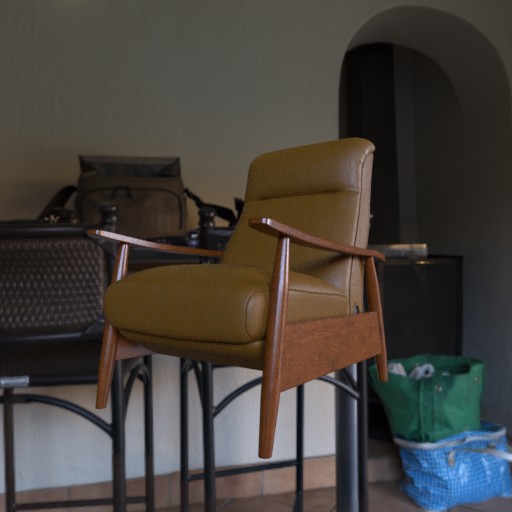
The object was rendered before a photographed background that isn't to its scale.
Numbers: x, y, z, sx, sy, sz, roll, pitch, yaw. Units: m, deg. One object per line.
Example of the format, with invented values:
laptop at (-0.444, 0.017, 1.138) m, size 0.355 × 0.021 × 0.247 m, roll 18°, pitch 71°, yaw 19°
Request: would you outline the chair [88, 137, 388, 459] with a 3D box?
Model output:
chair at (0.000, 0.000, 1.763) m, size 0.762 × 1.082 × 1.014 m, roll -1°, pitch -1°, yaw 35°
